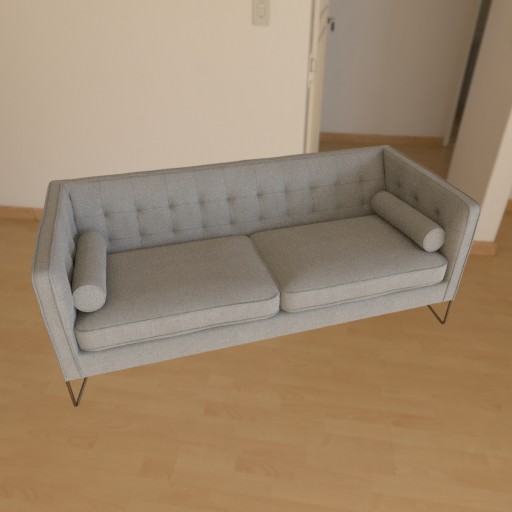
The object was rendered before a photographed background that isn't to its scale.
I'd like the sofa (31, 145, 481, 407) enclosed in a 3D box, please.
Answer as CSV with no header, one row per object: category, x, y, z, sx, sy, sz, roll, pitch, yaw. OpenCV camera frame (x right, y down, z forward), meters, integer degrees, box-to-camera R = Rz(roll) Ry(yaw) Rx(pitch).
sofa,0.000,0.000,2.473,2.079,0.798,0.912,-9,34,-14
